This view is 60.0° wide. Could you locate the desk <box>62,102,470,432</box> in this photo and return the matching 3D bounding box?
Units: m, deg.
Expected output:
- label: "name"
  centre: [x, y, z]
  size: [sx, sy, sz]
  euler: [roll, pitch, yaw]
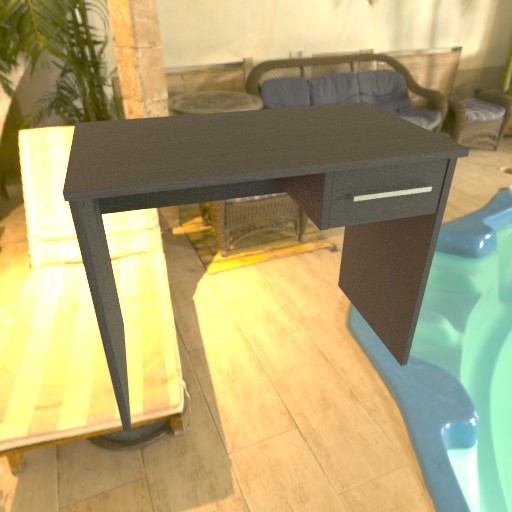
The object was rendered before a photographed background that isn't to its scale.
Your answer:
- label: "desk"
  centre: [0.000, 0.000, 1.317]
  size: [0.893, 0.724, 0.498]
  euler: [-9, 33, -14]
